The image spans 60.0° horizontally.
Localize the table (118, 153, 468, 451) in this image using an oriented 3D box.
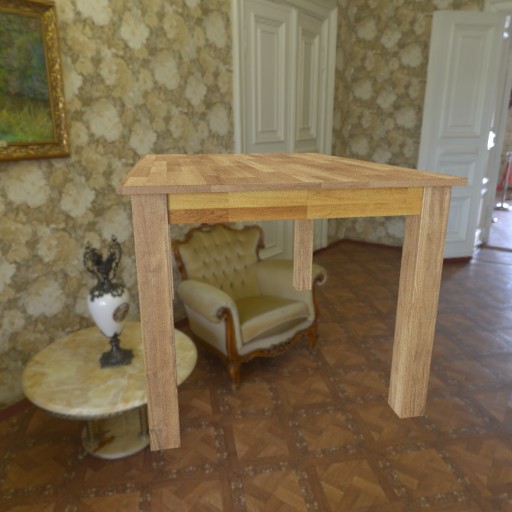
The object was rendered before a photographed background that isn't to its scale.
[{"bbox_3d":[0.000,0.000,1.817,0.900,0.750,1.300,-3,16,-11],"label":"table"}]
